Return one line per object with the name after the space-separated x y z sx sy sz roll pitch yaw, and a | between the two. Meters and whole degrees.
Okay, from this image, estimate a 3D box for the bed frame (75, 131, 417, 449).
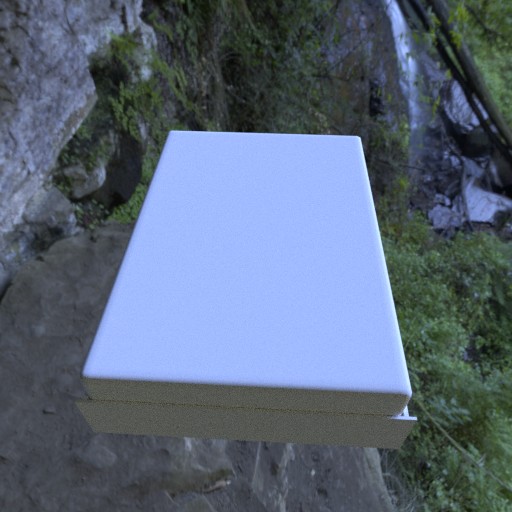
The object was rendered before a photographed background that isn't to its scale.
0.000 0.000 2.587 1.445 0.497 1.945 2 46 2 | bed frame
